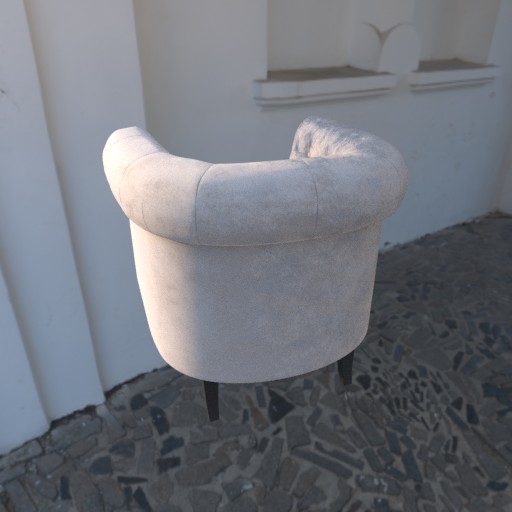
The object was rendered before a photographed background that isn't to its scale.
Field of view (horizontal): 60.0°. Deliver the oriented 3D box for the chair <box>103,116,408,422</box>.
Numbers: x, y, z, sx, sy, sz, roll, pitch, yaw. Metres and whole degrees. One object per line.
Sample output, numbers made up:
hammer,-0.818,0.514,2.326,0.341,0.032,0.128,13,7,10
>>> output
chair,0.000,0.000,1.537,0.904,0.826,0.851,-9,28,-18
